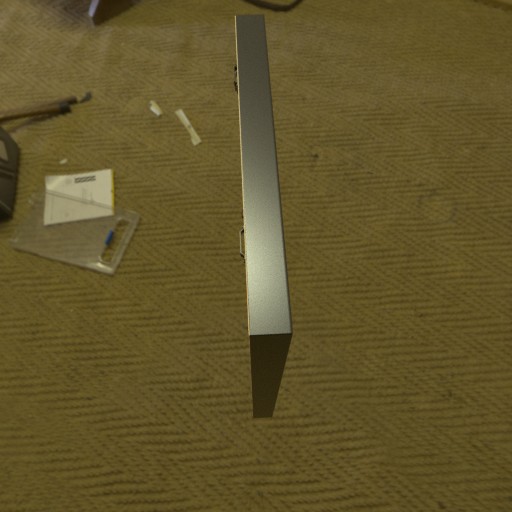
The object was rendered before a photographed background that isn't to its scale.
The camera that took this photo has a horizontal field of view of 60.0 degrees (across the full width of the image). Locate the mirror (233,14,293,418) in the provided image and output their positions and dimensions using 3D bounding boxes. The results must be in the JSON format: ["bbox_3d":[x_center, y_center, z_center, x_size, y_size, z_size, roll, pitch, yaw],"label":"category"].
[{"bbox_3d":[0.000,0.000,0.678,0.041,0.509,0.406,-3,63,-1],"label":"mirror"}]
